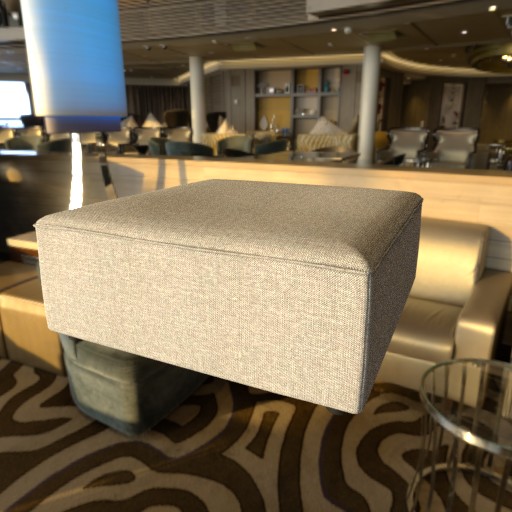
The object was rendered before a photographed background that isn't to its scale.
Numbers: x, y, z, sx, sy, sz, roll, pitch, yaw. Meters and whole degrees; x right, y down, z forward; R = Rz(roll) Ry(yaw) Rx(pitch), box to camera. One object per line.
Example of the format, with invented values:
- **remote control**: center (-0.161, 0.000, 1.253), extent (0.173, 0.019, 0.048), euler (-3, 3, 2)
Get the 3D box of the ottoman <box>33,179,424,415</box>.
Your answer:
- **ottoman**: center (0.000, 0.000, 1.575), extent (1.023, 0.423, 1.017), euler (8, 19, 25)
